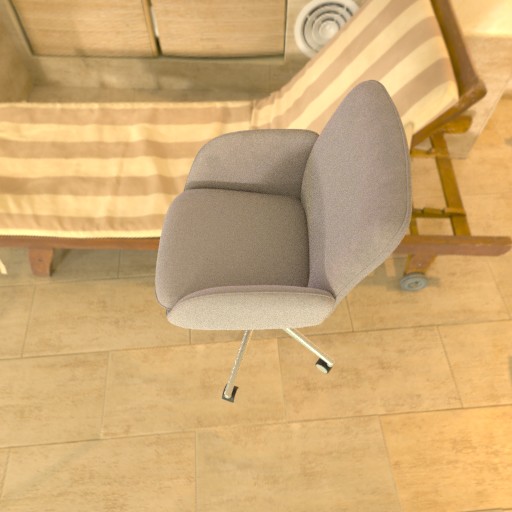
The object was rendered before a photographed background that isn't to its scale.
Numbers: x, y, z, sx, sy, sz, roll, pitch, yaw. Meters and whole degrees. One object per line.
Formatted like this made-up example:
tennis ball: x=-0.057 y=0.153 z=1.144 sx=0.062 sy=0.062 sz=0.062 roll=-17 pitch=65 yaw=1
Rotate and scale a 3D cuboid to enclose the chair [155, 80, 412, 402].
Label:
chair: x=0.000 y=0.000 z=1.348 sx=0.654 sy=0.959 sz=0.648 roll=1 pitch=58 yaw=1
